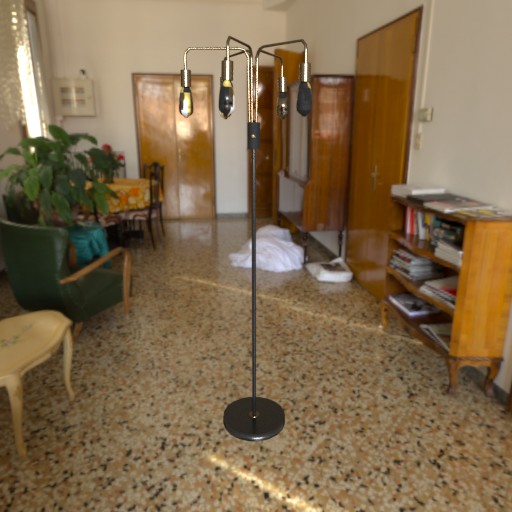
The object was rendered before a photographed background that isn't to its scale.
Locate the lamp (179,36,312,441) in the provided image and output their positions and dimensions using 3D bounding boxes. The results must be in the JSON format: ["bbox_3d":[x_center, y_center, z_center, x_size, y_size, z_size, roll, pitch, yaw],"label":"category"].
[{"bbox_3d":[0.000,0.000,1.993,0.572,1.721,0.599,-15,22,-42],"label":"lamp"}]
